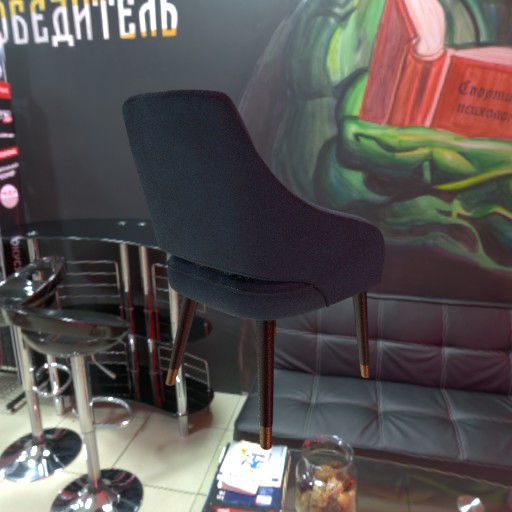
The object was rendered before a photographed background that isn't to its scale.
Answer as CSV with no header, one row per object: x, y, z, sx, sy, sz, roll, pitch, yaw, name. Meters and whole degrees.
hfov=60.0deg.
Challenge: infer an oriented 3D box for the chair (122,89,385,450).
0.000,0.000,1.614,0.683,1.081,0.794,15,21,43,chair
